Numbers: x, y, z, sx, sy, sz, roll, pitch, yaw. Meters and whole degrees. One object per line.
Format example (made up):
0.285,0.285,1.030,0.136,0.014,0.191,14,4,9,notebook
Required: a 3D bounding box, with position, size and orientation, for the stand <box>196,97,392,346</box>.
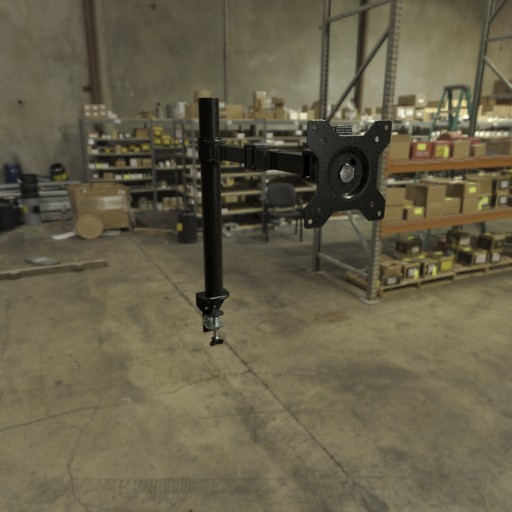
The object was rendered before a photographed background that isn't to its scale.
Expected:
0.000,0.000,0.734,0.115,0.510,0.456,-8,19,-26,stand
